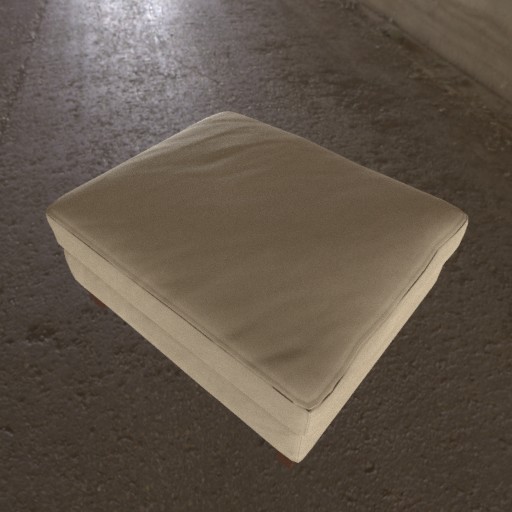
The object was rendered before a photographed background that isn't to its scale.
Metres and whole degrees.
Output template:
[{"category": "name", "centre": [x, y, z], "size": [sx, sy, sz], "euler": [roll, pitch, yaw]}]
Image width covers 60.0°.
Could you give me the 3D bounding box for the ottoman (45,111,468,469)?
[{"category": "ottoman", "centre": [0.000, 0.000, 1.450], "size": [1.002, 0.492, 0.836], "euler": [31, 53, 27]}]
